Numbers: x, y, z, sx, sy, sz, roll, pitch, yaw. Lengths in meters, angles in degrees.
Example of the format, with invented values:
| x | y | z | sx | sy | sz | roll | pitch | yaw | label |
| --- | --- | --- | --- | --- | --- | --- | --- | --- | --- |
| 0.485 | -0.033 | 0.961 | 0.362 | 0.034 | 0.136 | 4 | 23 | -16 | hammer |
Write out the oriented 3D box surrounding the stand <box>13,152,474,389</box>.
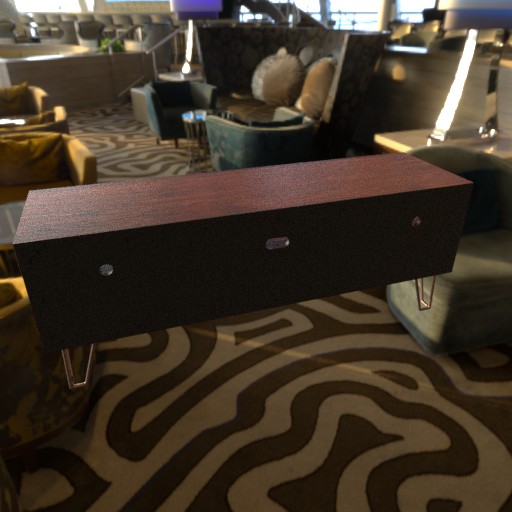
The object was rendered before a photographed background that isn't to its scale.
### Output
| x | y | z | sx | sy | sz | roll | pitch | yaw | label |
| --- | --- | --- | --- | --- | --- | --- | --- | --- | --- |
| 0.000 | 0.000 | 1.837 | 1.626 | 0.610 | 0.481 | -9 | 30 | -16 | stand |
